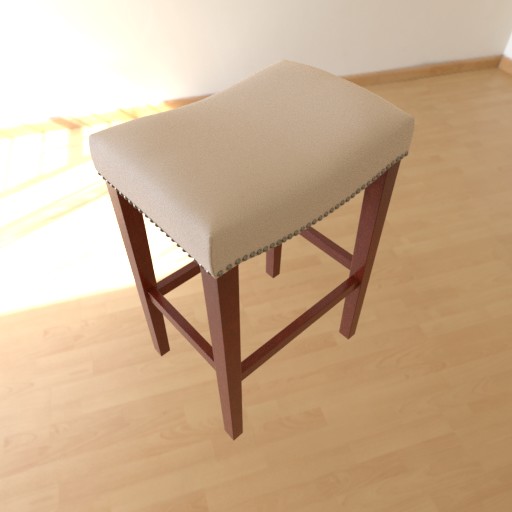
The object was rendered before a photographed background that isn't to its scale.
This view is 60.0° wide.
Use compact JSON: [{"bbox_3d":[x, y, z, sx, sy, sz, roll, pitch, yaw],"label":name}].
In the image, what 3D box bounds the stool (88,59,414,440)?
[{"bbox_3d":[0.000,0.000,1.059,0.504,0.742,0.372,-33,55,-28],"label":"stool"}]
